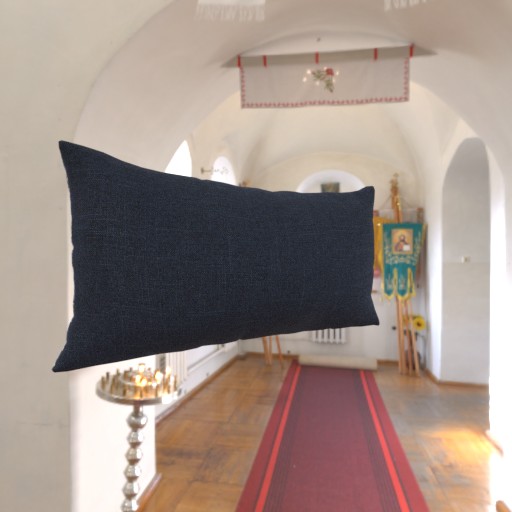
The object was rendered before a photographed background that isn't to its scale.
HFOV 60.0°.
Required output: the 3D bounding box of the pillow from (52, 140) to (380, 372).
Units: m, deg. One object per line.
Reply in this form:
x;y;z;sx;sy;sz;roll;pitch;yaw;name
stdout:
0.000;0.000;0.738;0.631;0.292;0.148;0;0;-36;pillow
